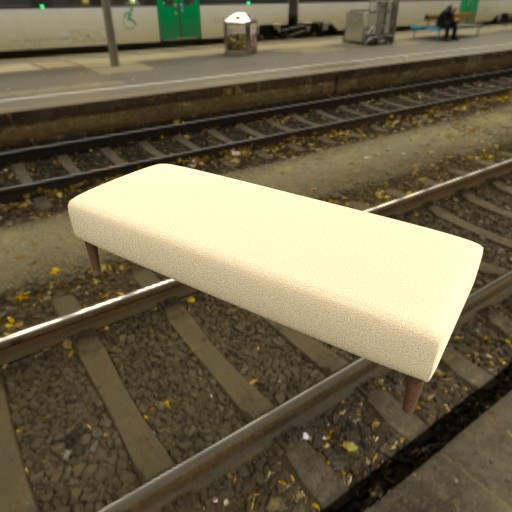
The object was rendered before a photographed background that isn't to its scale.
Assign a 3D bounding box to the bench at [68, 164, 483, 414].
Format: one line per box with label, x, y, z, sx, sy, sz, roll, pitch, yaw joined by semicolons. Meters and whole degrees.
bench;0.000;0.000;1.861;1.609;0.393;0.646;19;36;28
